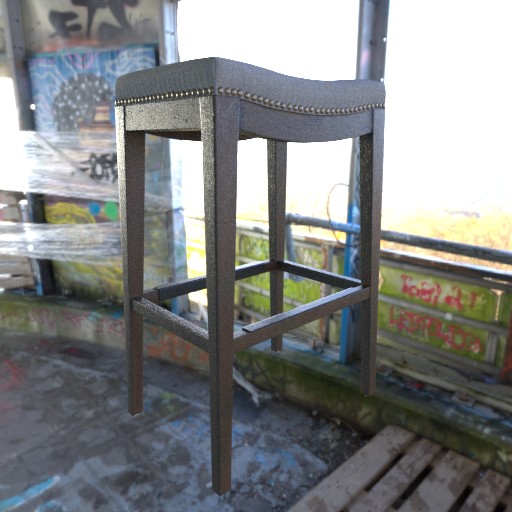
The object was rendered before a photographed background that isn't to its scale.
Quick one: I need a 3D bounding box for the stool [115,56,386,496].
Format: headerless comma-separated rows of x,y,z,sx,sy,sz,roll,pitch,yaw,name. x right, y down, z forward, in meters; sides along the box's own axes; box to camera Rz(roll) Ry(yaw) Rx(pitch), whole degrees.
0.000,0.000,1.007,0.508,0.762,0.356,-13,20,-41,stool
